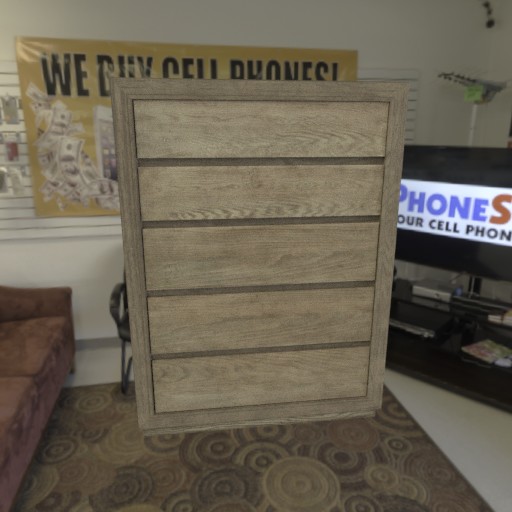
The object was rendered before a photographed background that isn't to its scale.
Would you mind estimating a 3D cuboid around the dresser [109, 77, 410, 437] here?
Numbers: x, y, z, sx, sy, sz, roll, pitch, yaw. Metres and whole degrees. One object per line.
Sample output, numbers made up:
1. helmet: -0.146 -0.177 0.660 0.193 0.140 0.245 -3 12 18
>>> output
1. dresser: 0.000 0.000 1.811 0.967 1.295 0.483 -2 16 -7
